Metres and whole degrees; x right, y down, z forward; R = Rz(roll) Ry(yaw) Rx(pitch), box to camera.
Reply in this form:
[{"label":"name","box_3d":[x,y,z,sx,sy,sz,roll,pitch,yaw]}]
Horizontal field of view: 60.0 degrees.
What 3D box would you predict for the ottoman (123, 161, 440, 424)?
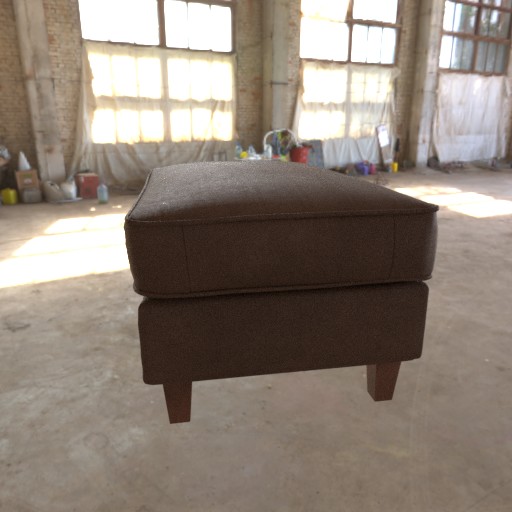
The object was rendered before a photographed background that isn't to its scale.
[{"label":"ottoman","box_3d":[0.000,0.000,1.217,0.596,0.481,0.860,-3,17,-9]}]
